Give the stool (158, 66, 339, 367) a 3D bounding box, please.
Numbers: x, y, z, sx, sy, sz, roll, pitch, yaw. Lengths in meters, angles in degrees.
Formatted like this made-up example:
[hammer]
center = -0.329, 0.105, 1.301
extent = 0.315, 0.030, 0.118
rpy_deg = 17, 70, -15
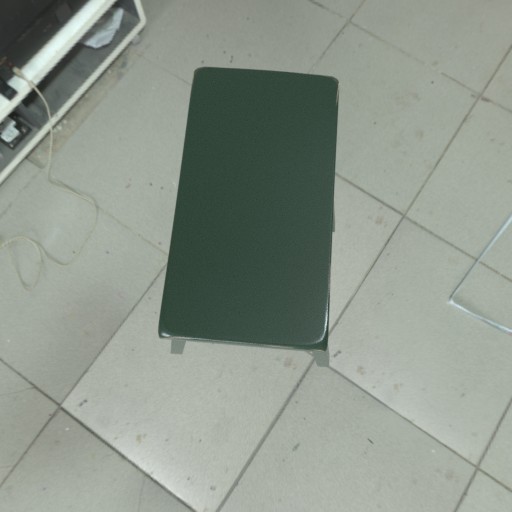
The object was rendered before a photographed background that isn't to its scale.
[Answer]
[stool]
center = 0.000, 0.000, 1.028
extent = 0.476, 0.737, 0.457
rpy_deg = 5, 76, 1
